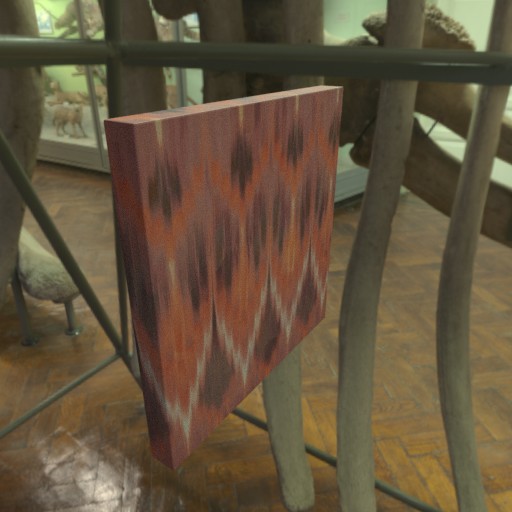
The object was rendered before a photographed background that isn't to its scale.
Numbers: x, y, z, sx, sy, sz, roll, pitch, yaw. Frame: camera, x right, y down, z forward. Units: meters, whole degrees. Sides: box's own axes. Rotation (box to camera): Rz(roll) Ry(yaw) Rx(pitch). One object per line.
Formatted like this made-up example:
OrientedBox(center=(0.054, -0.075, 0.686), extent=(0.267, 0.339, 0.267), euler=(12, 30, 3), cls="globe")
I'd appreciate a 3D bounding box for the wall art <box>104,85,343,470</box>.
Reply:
OrientedBox(center=(0.000, 0.000, 0.604), extent=(0.038, 0.406, 0.403), euler=(17, 30, 31), cls="wall art")
